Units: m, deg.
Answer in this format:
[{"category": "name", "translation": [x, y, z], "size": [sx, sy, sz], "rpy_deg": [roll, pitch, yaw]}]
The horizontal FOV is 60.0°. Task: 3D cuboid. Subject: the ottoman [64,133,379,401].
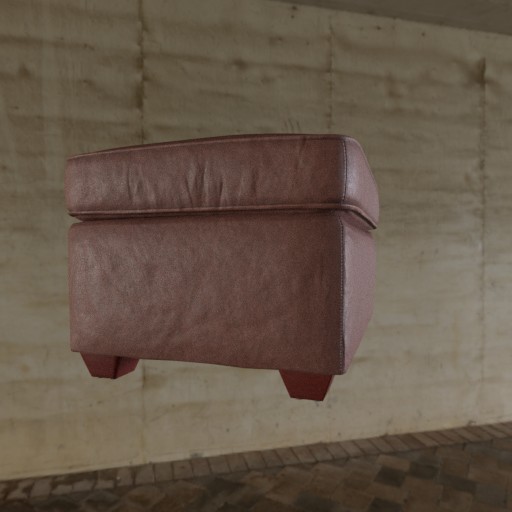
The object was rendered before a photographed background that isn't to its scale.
[{"category": "ottoman", "translation": [0.000, 0.000, 1.070], "size": [0.548, 0.449, 0.749], "rpy_deg": [0, 1, 18]}]
